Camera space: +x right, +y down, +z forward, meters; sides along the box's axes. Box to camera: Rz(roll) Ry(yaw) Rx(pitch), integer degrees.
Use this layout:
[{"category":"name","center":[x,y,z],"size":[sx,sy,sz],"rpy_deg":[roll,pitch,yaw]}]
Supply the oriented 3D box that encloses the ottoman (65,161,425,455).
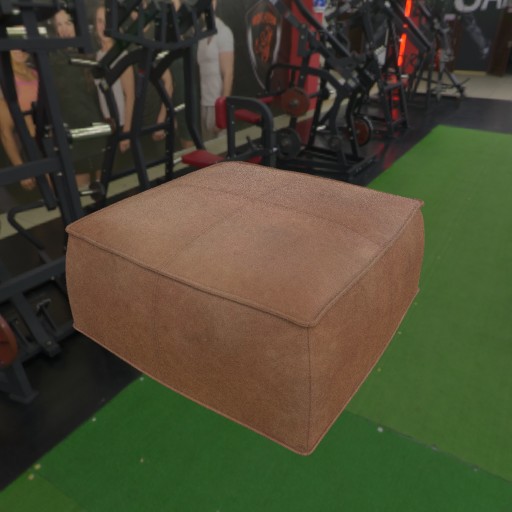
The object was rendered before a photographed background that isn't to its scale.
[{"category":"ottoman","center":[0.000,0.000,1.426],"size":[0.902,0.395,0.901],"rpy_deg":[18,34,30]}]
